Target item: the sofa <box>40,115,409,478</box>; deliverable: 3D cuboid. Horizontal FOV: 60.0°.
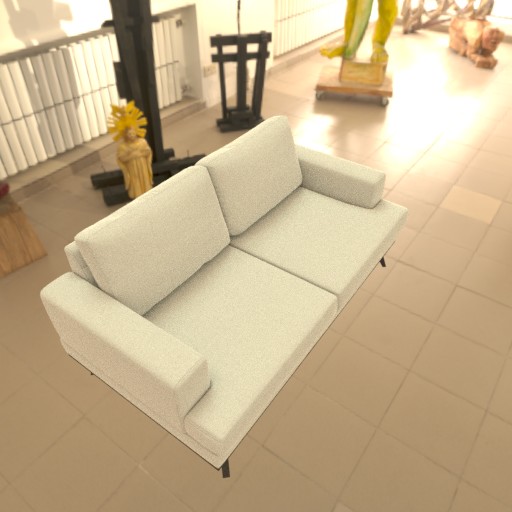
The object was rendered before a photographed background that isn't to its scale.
[{"bbox_3d":[0.000,0.000,2.126,0.920,0.810,1.650,25,47,26],"label":"sofa"}]
